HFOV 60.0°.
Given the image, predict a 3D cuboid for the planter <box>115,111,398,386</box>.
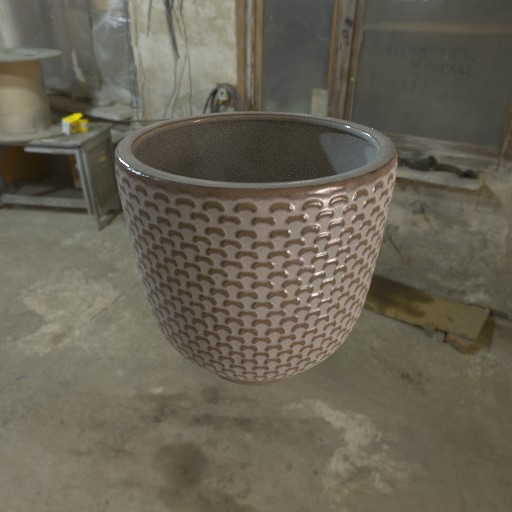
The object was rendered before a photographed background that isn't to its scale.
[{"bbox_3d":[0.000,0.000,0.361,0.197,0.191,0.197,0,30,0],"label":"planter"}]
